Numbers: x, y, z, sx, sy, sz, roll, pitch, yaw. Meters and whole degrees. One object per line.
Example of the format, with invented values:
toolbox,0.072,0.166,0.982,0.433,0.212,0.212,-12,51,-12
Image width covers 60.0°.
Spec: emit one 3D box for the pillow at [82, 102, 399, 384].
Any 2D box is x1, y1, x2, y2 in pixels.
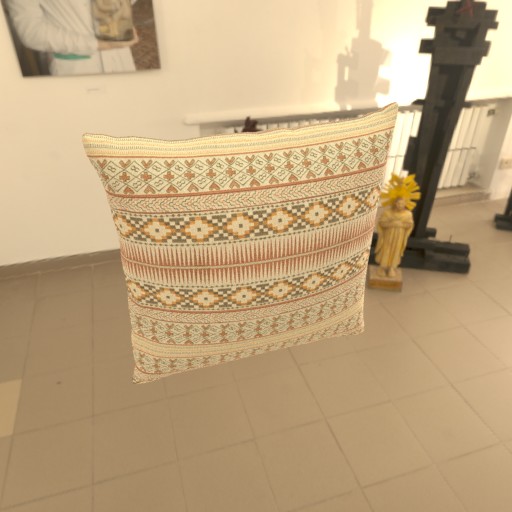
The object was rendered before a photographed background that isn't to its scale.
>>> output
pillow,0.000,0.000,0.823,0.521,0.519,0.215,-10,34,-15
